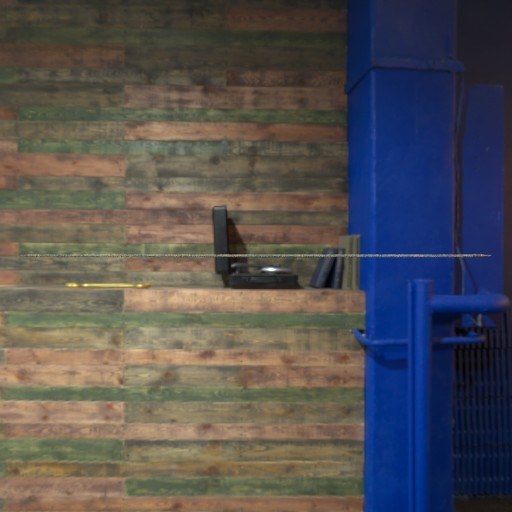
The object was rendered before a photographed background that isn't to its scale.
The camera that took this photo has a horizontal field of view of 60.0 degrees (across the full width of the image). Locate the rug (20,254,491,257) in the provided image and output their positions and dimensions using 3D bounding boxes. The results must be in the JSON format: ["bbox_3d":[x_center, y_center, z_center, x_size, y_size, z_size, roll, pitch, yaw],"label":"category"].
[{"bbox_3d":[0.000,0.000,2.255,1.730,0.009,1.278,0,0,1],"label":"rug"}]
